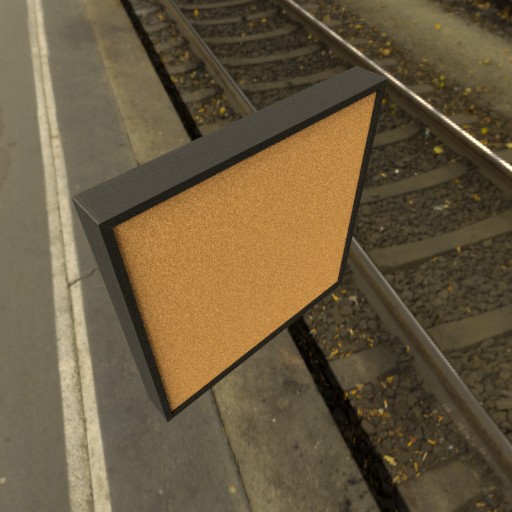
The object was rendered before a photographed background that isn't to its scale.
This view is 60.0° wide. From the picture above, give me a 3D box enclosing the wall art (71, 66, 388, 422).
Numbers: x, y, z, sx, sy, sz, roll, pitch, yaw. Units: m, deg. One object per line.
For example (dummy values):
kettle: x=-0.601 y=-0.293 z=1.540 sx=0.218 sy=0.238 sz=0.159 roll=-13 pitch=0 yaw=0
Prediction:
wall art: x=0.000 y=0.000 z=0.472 sx=0.305 sy=0.305 sz=0.037 roll=-33 pitch=55 yaw=-27
